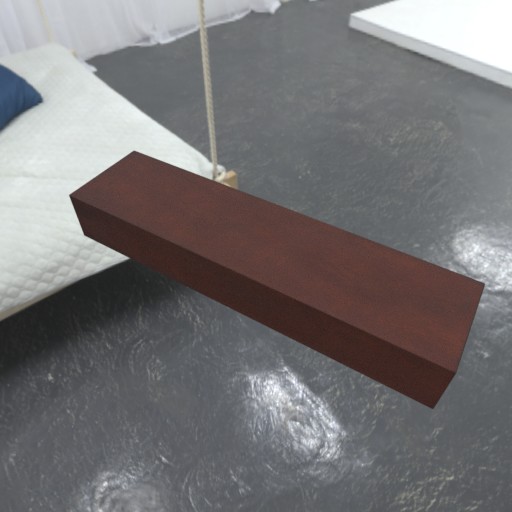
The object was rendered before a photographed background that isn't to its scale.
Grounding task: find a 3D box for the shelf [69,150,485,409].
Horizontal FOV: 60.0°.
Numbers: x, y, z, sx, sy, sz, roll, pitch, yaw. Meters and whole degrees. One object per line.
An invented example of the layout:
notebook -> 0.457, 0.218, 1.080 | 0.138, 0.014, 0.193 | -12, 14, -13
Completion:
shelf -> 0.000, 0.000, 0.673 | 0.607, 0.088, 0.152 | 24, 50, 21
